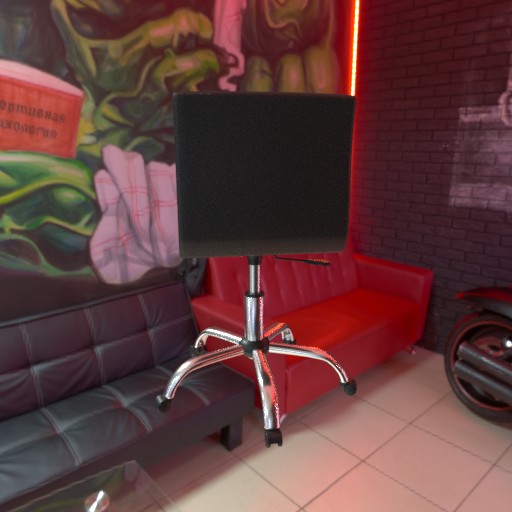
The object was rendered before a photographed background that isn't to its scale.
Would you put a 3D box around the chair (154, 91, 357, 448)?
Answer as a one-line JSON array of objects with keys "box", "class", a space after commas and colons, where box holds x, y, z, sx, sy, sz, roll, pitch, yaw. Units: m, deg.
[{"box": [0.000, 0.000, 1.163, 0.556, 0.780, 0.530, -2, 14, -9], "class": "chair"}]
